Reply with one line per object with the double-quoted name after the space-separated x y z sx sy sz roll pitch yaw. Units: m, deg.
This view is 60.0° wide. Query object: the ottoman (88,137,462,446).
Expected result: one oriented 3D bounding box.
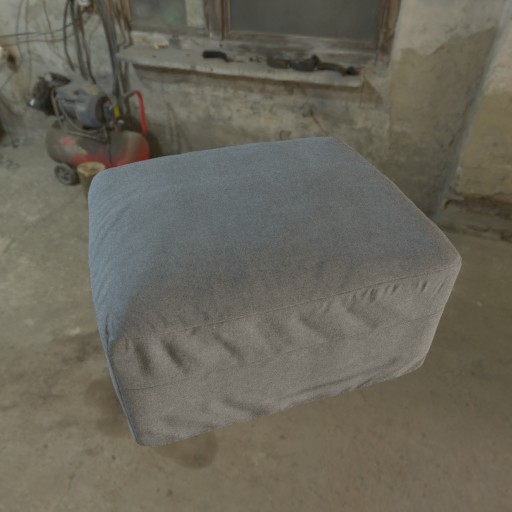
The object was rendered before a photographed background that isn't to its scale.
0.000 0.000 1.226 0.837 0.481 0.683 -11 42 -13 "ottoman"
